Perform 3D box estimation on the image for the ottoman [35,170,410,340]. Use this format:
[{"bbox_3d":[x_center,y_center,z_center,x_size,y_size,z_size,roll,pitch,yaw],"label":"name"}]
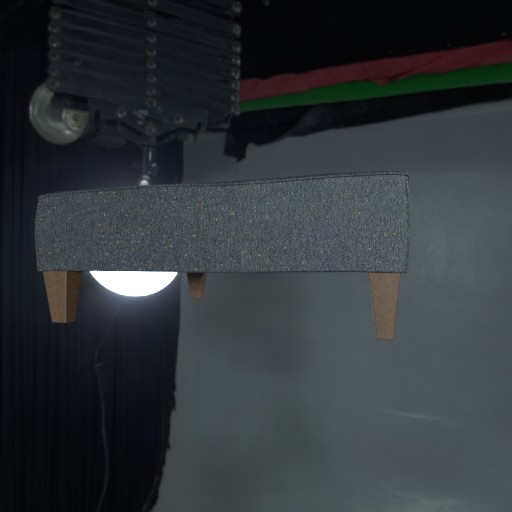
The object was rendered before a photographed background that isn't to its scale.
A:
[{"bbox_3d":[0.000,0.000,1.545,1.004,0.382,0.968,0,-1,18],"label":"ottoman"}]
